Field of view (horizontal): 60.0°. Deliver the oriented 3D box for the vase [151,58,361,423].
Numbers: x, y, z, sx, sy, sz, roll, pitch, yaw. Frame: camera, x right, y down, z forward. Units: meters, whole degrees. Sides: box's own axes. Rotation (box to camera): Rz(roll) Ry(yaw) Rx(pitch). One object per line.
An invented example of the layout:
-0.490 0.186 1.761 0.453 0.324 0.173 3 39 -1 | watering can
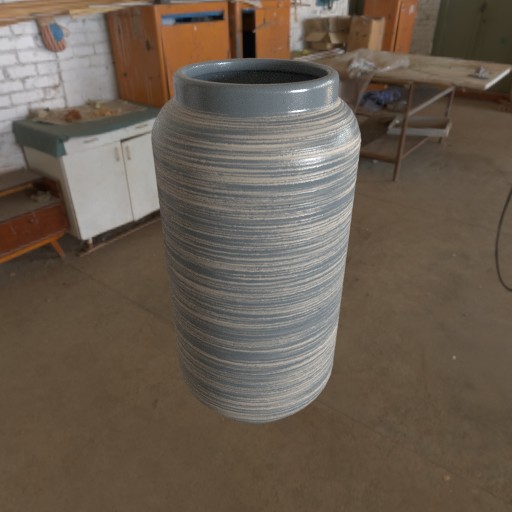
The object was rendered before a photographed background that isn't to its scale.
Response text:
0.000 0.000 0.293 0.116 0.230 0.116 0 32 0 | vase
